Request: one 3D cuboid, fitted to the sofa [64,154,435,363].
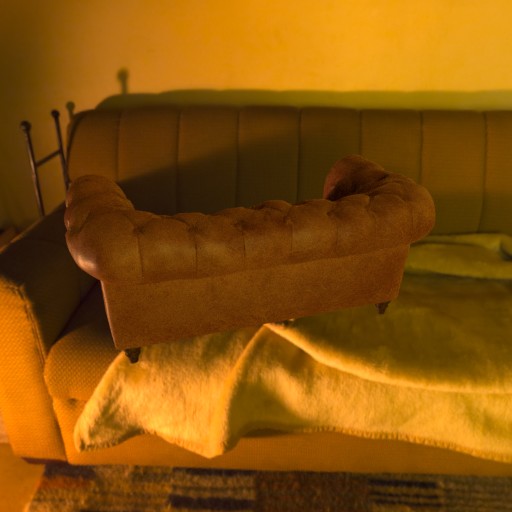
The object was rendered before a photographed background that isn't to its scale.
[{"bbox_3d":[0.000,0.000,2.561,1.979,0.877,1.042,-8,27,-16],"label":"sofa"}]
